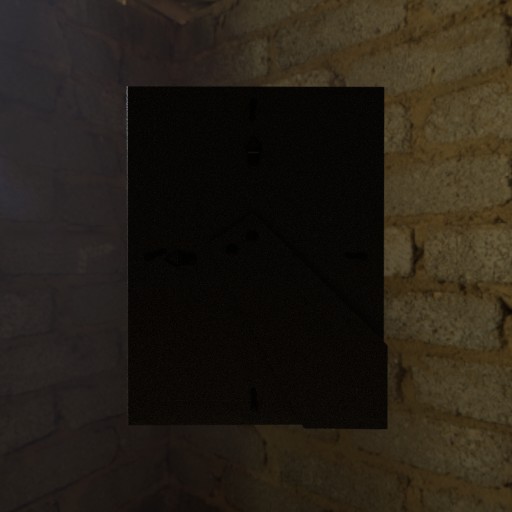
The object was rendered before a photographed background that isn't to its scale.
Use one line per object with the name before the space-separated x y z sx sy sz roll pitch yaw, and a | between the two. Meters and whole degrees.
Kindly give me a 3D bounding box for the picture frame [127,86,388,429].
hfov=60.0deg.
picture frame | 0.000 0.000 0.278 0.157 0.208 0.028 0 0 0
